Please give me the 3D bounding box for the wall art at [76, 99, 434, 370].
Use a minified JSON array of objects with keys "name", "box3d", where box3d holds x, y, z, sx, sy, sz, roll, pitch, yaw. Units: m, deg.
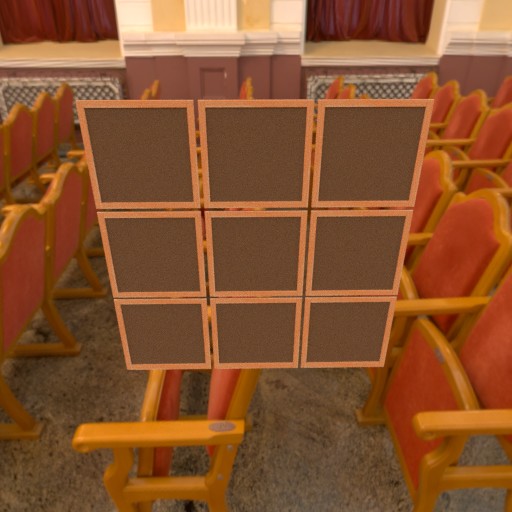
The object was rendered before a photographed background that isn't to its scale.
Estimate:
[{"name":"wall art","box3d":[0.000,0.000,2.257,1.520,1.525,0.013,0,30,-1]}]
